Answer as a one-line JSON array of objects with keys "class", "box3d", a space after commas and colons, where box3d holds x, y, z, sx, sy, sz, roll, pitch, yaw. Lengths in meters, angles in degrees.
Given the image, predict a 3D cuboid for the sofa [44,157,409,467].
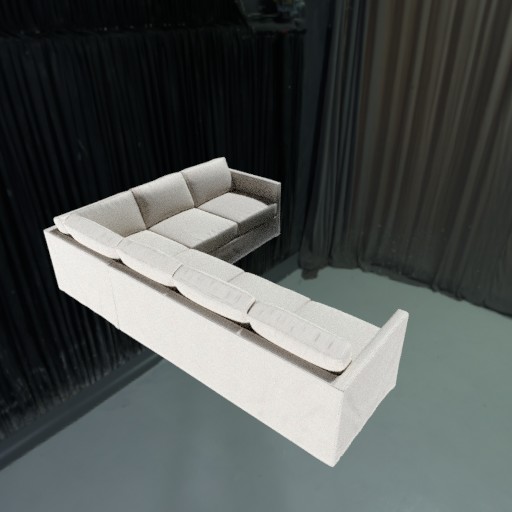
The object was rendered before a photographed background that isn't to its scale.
[{"class": "sofa", "box3d": [0.000, 0.000, 4.210, 3.182, 0.871, 2.432, 22, 36, 33]}]
